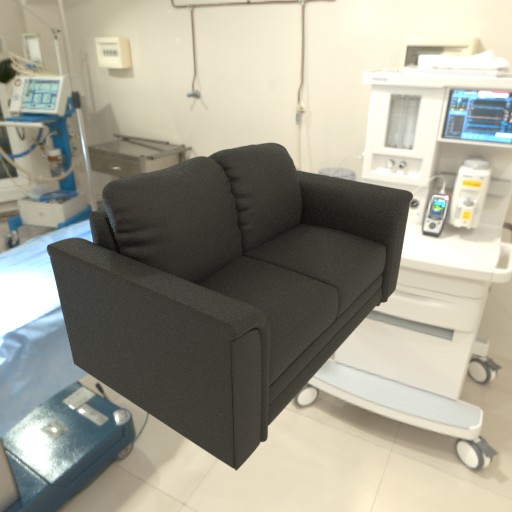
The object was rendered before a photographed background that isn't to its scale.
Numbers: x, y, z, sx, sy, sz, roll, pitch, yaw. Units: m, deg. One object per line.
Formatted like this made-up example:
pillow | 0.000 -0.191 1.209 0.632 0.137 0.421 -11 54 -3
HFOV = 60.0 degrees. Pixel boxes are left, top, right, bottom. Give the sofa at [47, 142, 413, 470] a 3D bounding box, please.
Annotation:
sofa | 0.000 0.000 1.955 0.887 0.845 1.386 18 31 32
